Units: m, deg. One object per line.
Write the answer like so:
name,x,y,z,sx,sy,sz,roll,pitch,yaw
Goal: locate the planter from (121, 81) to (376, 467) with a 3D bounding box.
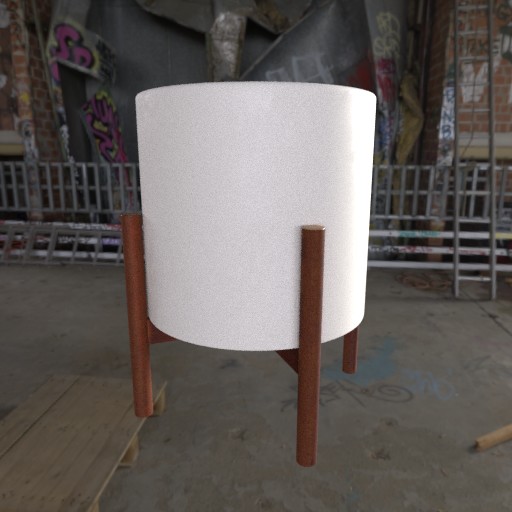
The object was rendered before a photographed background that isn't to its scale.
planter,0.000,0.000,0.863,0.421,0.581,0.420,7,15,26
